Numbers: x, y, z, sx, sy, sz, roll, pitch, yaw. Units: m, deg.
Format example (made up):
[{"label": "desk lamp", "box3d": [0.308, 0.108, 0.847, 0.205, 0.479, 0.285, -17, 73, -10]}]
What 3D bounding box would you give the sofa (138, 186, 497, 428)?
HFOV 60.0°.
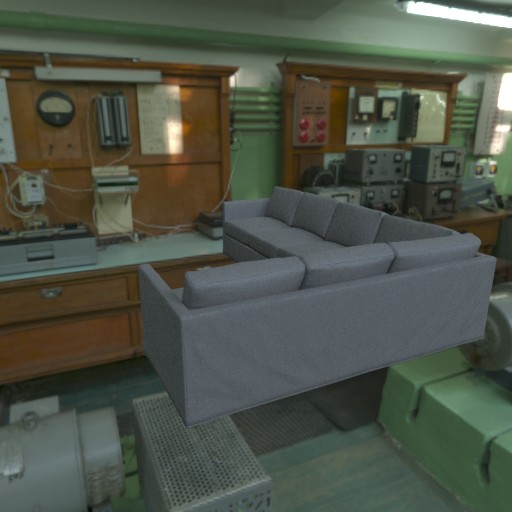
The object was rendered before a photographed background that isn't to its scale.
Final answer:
[{"label": "sofa", "box3d": [0.000, 0.000, 4.180, 2.432, 0.871, 3.182, -8, 18, -25]}]
